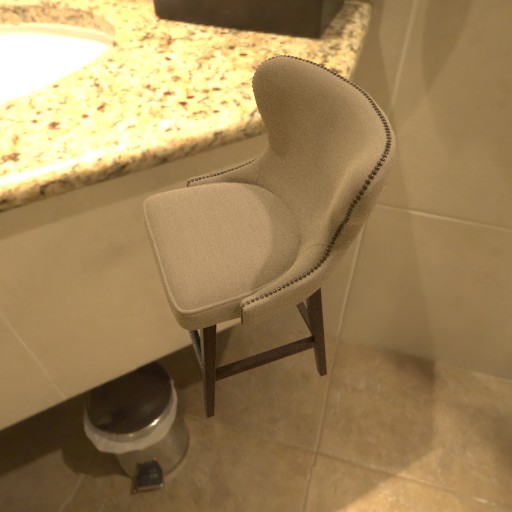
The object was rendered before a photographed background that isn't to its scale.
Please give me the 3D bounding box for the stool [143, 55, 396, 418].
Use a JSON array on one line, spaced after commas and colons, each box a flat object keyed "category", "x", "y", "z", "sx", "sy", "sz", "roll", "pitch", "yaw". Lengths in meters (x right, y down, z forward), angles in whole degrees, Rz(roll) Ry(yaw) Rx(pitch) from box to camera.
[{"category": "stool", "x": 0.000, "y": 0.000, "z": 1.364, "sx": 0.597, "sy": 0.972, "sz": 0.615, "roll": -15, "pitch": 49, "yaw": -14}]
